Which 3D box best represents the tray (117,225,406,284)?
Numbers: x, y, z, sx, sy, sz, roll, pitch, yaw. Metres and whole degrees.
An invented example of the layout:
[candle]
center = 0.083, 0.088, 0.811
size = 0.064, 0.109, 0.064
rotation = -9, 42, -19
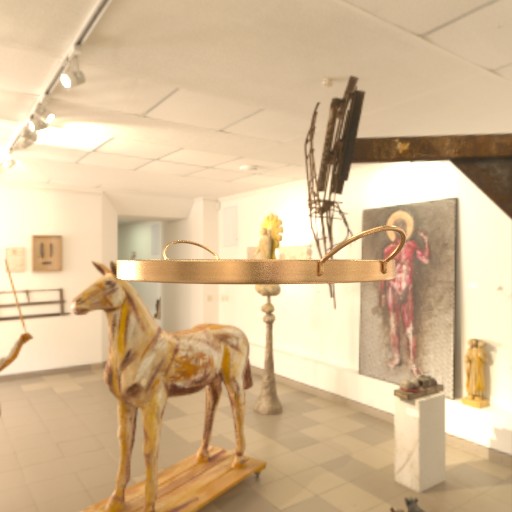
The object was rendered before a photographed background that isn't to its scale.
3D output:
[tray]
center = 0.000, 0.000, 0.731
size = 0.438, 0.069, 0.543
rotation = 0, 0, -36
